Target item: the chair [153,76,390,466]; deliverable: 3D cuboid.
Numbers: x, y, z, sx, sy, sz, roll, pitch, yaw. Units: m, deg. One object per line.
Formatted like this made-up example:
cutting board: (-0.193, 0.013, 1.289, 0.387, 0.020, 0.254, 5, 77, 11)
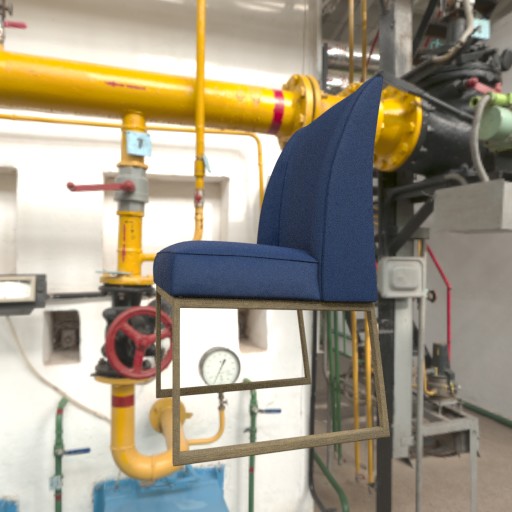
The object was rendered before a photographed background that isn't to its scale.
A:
chair: (0.000, 0.000, 1.205, 0.522, 0.863, 0.508, 0, 0, -17)
